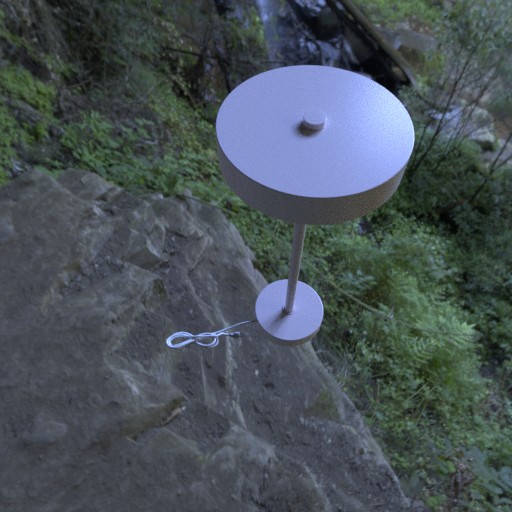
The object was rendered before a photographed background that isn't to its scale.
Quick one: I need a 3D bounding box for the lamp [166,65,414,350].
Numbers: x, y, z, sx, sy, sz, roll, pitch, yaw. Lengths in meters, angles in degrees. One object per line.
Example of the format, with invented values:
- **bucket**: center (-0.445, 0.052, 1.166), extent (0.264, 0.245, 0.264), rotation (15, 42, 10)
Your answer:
- **lamp**: center (0.000, 0.000, 0.705), extent (0.369, 0.508, 0.229), rotation (-14, 57, -9)
